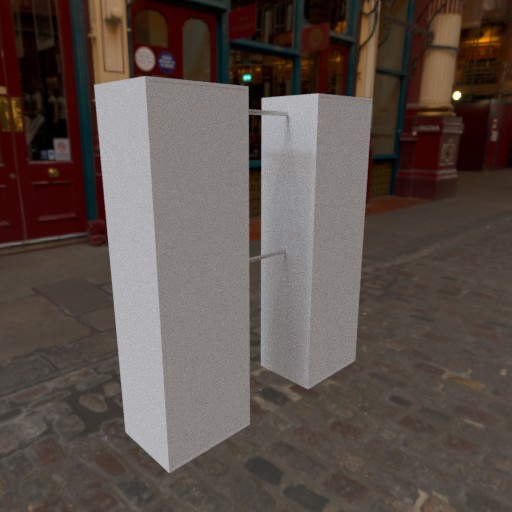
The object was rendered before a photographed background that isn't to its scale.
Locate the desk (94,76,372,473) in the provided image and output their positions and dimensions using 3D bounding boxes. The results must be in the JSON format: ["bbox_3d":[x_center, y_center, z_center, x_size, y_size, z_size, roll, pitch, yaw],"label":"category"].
[{"bbox_3d":[0.000,0.000,2.889,1.770,2.000,0.480,-14,21,-42],"label":"desk"}]
